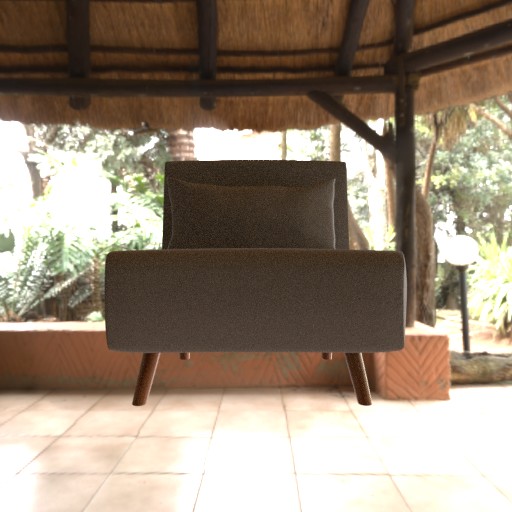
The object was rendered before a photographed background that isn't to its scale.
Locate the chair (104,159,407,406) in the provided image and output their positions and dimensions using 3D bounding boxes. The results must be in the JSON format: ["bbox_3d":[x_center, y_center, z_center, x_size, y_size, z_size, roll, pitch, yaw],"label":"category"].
[{"bbox_3d":[0.000,0.000,1.489,0.770,0.808,0.902,0,0,0],"label":"chair"}]
